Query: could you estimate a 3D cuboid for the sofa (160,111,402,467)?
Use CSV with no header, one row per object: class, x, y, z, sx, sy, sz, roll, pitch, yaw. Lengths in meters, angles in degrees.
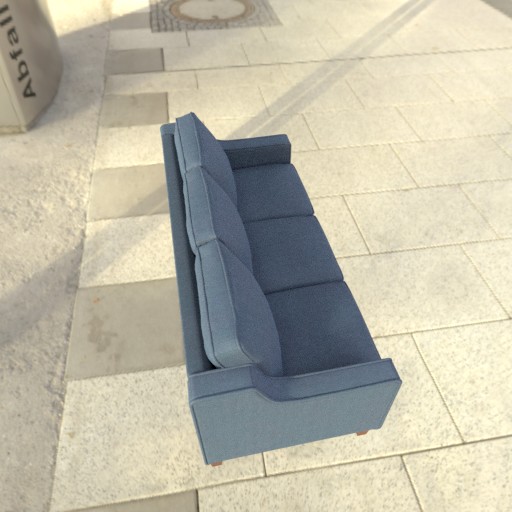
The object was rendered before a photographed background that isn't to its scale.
sofa,0.000,0.000,2.597,0.911,0.974,1.986,-8,47,-8
